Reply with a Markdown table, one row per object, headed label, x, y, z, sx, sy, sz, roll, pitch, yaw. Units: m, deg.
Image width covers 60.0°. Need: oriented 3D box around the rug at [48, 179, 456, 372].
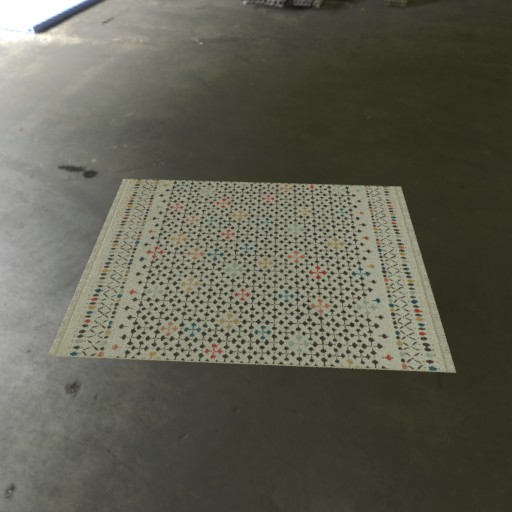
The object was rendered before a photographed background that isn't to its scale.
| label | x | y | z | sx | sy | sz | roll | pitch | yaw |
| --- | --- | --- | --- | --- | --- | --- | --- | --- | --- |
| rug | 0.000 | 0.000 | 4.283 | 3.196 | 0.007 | 2.354 | 2 | 46 | 2 |
